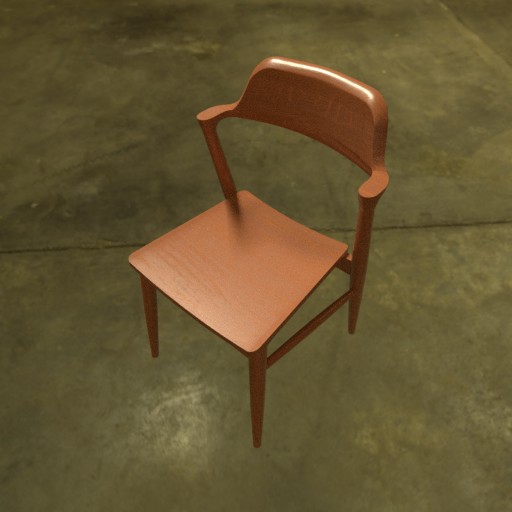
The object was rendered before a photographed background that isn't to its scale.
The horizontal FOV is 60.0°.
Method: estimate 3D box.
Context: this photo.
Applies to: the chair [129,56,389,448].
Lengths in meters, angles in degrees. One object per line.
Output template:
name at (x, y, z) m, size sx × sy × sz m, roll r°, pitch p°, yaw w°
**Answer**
chair at (0.000, 0.000, 1.132) m, size 0.496 × 0.801 × 0.499 m, roll 32°, pitch 54°, yaw 27°
